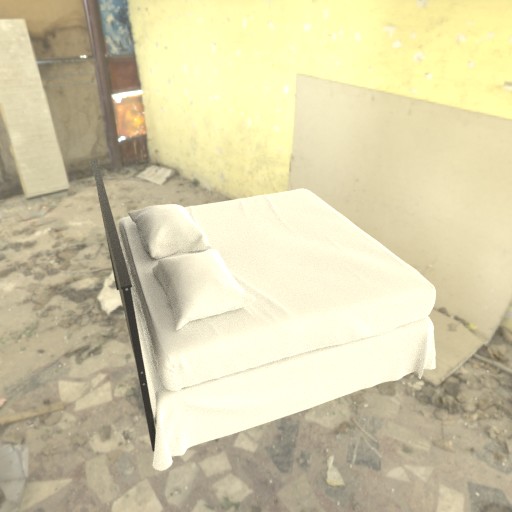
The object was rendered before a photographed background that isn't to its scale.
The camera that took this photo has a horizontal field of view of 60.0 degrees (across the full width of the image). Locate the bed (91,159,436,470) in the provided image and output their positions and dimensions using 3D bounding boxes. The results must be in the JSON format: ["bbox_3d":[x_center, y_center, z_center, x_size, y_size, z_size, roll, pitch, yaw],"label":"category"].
[{"bbox_3d":[0.000,0.000,3.591,2.219,1.271,2.315,-11,33,-19],"label":"bed"}]
